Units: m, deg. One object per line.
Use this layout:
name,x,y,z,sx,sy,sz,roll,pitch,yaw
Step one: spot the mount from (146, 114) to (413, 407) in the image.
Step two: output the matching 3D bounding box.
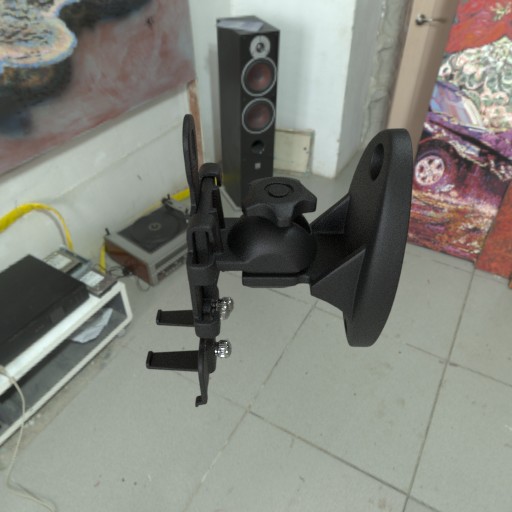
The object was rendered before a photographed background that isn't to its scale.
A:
mount,0.000,0.000,0.180,0.100,0.118,0.066,0,41,0
